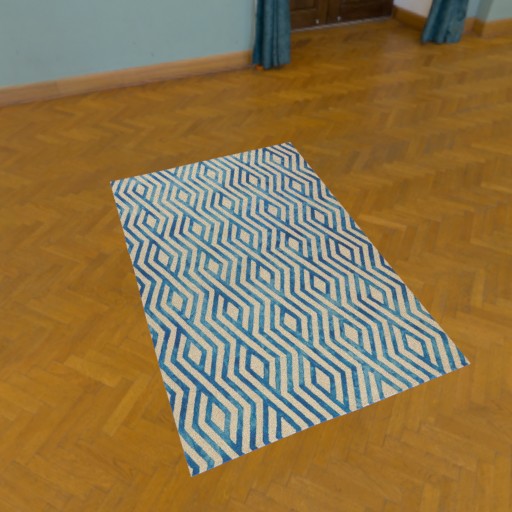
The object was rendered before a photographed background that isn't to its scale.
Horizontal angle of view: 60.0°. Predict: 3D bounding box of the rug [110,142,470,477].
[{"bbox_3d":[0.000,0.000,2.303,1.225,0.008,1.830,-16,49,-15],"label":"rug"}]
